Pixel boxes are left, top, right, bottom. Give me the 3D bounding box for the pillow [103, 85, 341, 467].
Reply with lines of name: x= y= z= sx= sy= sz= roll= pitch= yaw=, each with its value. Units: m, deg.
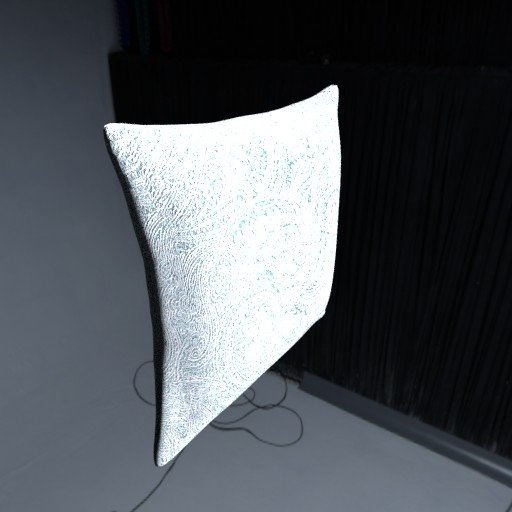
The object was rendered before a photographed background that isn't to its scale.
pillow: x=0.000 y=0.000 z=0.753 sx=0.166 sy=0.507 sz=0.526 roll=18 pitch=31 yaw=32
